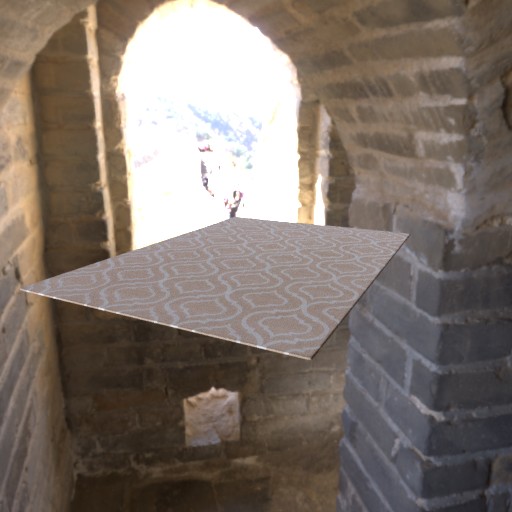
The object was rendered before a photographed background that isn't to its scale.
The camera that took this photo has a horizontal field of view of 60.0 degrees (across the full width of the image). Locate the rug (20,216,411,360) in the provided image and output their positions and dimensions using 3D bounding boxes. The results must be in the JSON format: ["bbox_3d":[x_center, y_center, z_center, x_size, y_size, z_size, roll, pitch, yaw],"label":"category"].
[{"bbox_3d":[0.000,0.000,2.758,1.524,0.010,2.134,8,18,26],"label":"rug"}]
